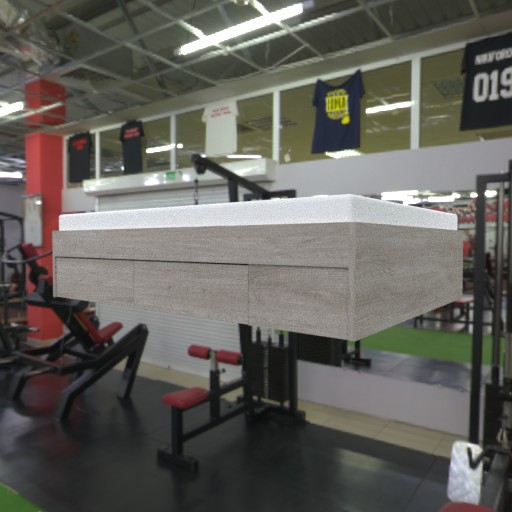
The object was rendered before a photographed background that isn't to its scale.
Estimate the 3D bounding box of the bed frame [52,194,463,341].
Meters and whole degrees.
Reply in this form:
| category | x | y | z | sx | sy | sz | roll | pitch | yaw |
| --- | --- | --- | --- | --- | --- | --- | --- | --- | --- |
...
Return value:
| category | x | y | z | sx | sy | sz | roll | pitch | yaw |
| --- | --- | --- | --- | --- | --- | --- | --- | --- | --- |
| bed frame | 0.000 | 0.000 | 2.619 | 1.944 | 0.490 | 1.448 | 1 | 2 | 38 |
